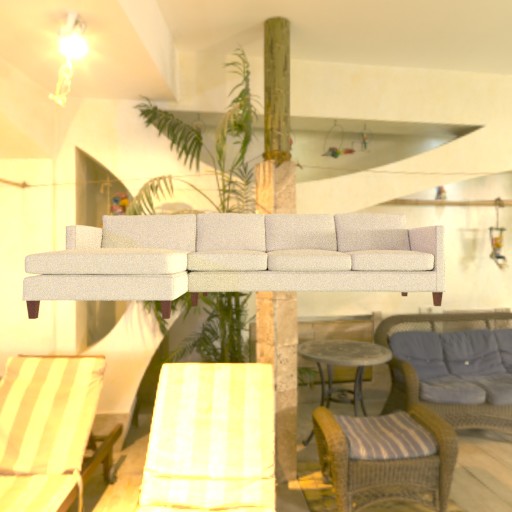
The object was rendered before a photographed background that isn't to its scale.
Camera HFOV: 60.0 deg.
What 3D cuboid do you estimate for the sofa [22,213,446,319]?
[{"bbox_3d":[0.000,0.000,3.804,3.186,0.846,1.625,0,1,0],"label":"sofa"}]
